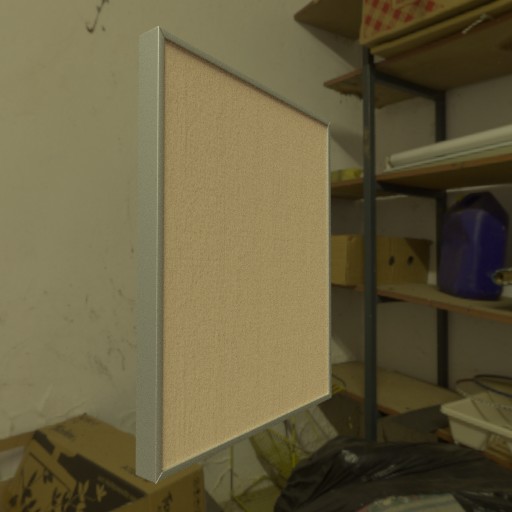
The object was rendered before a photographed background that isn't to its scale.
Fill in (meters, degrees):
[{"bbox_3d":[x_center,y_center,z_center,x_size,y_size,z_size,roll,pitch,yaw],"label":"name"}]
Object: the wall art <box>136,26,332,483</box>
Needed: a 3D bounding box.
[{"bbox_3d":[0.000,0.000,0.724,0.039,0.553,0.445,-1,-2,37],"label":"wall art"}]
